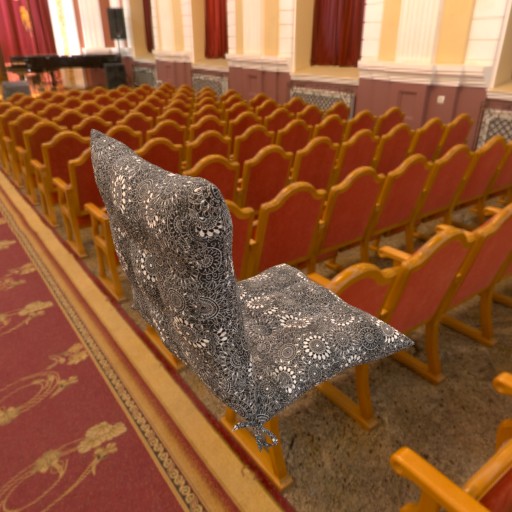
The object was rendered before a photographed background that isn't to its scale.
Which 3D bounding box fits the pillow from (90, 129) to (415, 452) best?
[{"bbox_3d":[0.000,0.000,0.996,0.585,0.536,0.541,-17,31,-31],"label":"pillow"}]
